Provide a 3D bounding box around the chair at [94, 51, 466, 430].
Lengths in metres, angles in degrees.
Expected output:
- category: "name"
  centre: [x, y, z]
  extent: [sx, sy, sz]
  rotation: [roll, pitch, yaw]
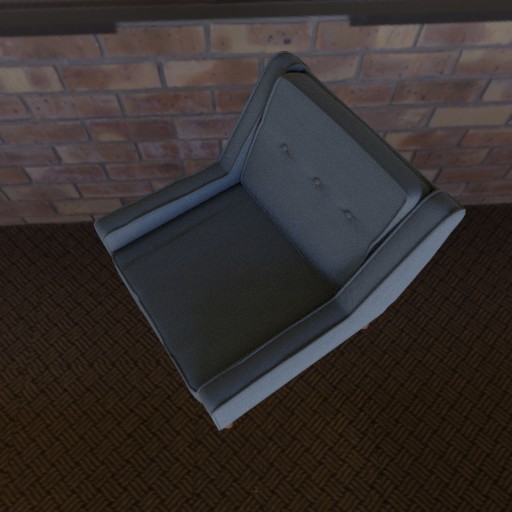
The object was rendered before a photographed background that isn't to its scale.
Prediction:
- category: "chair"
  centre: [0.000, 0.000, 1.329]
  extent: [0.733, 0.780, 0.663]
  rotation: [-32, 67, -16]
